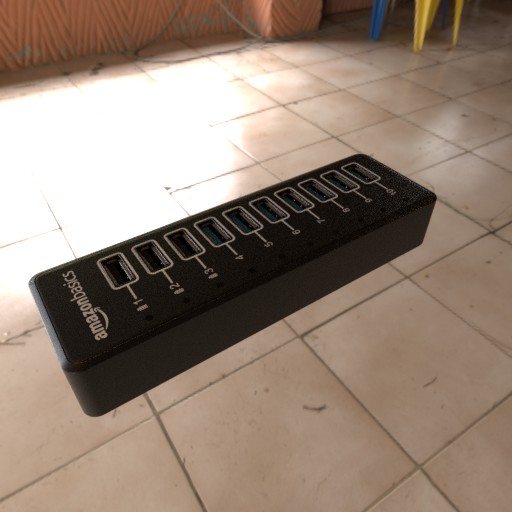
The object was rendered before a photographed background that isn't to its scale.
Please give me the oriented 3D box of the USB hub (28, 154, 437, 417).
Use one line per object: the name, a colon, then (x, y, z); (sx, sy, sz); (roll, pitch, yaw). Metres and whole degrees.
USB hub: (0.000, 0.000, 0.162); (0.145, 0.023, 0.044); (-24, 47, -25)
